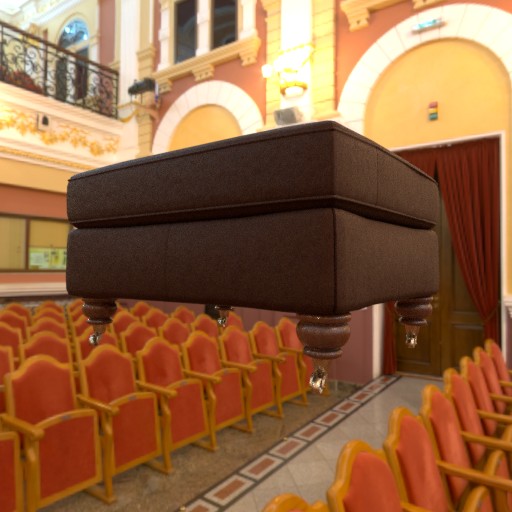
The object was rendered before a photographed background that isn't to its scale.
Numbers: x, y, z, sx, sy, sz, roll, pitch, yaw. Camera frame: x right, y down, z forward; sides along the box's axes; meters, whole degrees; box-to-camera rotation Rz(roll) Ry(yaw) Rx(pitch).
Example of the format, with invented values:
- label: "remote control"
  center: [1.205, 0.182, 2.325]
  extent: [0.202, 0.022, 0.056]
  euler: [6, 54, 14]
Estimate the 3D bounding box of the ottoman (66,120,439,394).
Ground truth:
- label: "ottoman"
  center: [0.000, 0.000, 1.782]
  extent: [1.187, 0.730, 0.967]
  euler: [-1, -1, 36]
